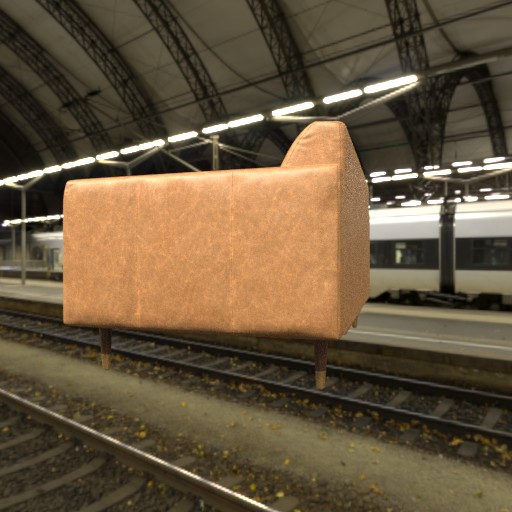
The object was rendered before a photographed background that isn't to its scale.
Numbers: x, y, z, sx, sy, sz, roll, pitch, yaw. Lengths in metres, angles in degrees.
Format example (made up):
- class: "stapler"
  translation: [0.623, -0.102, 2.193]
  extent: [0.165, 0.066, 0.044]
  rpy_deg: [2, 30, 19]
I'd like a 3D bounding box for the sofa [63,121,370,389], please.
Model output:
- class: "sofa"
  translation: [0.000, 0.000, 2.073]
  extent: [0.960, 0.820, 1.549]
  rpy_deg: [0, 0, 17]
